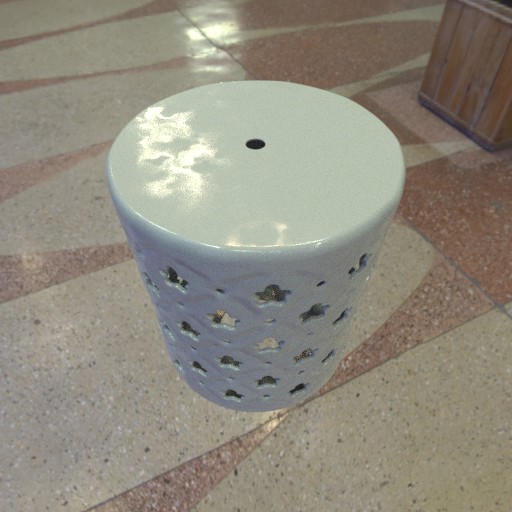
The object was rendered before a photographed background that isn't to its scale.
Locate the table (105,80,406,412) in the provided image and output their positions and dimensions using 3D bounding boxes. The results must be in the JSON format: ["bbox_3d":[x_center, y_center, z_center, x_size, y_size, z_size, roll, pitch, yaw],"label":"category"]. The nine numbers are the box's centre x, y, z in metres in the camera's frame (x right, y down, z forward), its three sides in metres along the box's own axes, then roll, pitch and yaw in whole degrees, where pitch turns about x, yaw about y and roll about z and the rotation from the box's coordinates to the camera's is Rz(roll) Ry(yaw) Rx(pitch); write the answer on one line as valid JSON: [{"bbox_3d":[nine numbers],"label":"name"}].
[{"bbox_3d":[0.000,0.000,0.661,0.352,0.387,0.352,0,47,0],"label":"table"}]
